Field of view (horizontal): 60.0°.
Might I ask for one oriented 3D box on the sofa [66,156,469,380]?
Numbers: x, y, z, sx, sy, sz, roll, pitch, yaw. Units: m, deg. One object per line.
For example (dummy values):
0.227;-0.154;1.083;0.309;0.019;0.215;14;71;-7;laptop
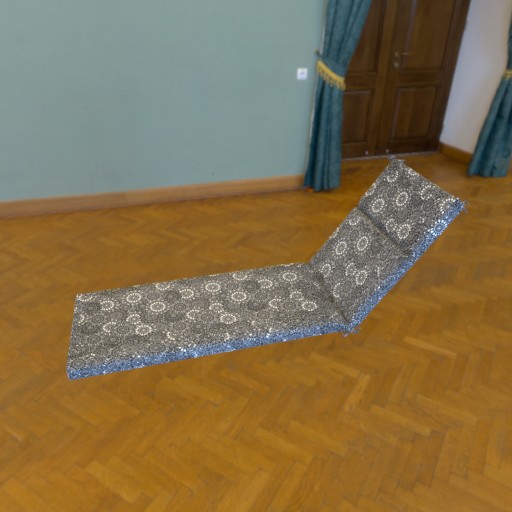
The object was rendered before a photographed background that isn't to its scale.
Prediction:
0.000;0.000;1.971;1.663;0.622;0.582;-8;33;-12;sofa
